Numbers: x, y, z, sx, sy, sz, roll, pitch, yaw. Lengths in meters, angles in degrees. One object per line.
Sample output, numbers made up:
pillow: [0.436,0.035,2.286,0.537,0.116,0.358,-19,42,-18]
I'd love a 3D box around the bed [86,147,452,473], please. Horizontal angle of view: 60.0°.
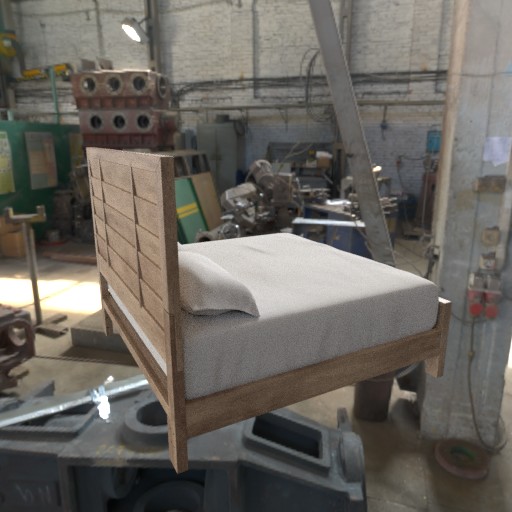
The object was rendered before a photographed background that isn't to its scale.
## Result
bed: [0.000,0.000,3.452,2.062,1.626,2.032,-8,17,-28]
